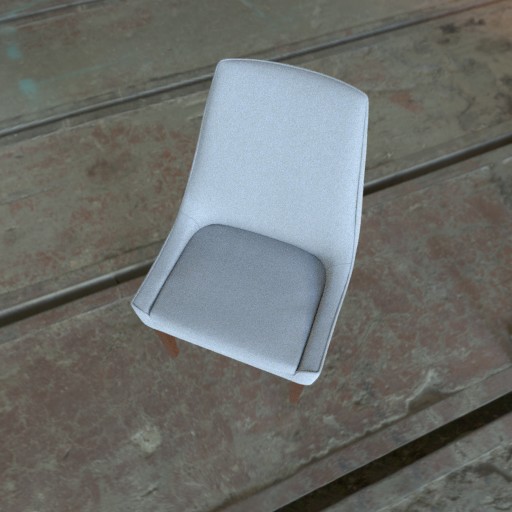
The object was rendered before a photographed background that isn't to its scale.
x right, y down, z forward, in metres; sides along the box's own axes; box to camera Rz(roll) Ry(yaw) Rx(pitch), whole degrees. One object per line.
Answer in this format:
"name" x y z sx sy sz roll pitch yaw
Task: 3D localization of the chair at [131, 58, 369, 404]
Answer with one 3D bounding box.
"chair" 0.000 0.000 1.240 0.529 0.861 0.544 18 60 11
